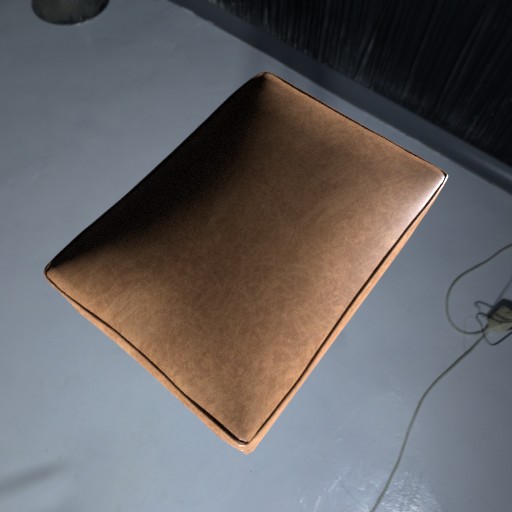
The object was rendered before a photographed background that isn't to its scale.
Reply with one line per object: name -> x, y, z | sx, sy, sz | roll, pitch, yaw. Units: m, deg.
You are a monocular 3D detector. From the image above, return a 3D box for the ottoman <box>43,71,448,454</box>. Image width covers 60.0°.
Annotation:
ottoman -> 0.000, 0.000, 1.111 | 0.554, 0.468, 0.756 | 36, 69, 16
